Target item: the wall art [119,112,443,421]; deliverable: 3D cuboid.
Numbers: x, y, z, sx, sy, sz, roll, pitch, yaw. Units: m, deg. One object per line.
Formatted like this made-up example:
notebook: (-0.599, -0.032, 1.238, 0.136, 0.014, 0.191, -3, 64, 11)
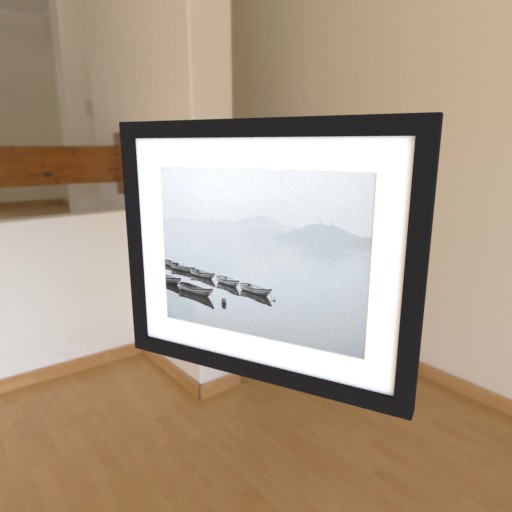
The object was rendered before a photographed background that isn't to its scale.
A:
wall art: (0.000, 0.000, 0.764, 0.554, 0.454, 0.030, 7, 16, 26)
